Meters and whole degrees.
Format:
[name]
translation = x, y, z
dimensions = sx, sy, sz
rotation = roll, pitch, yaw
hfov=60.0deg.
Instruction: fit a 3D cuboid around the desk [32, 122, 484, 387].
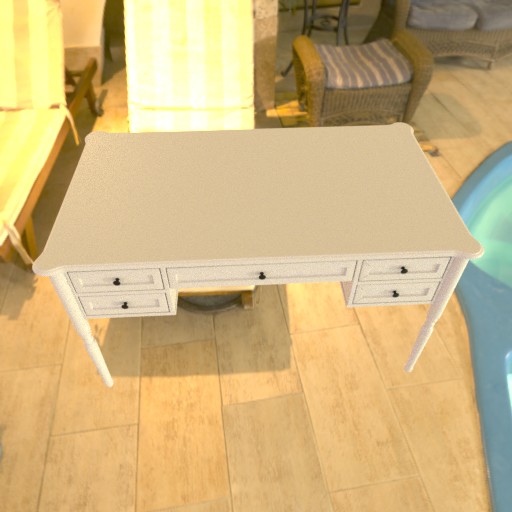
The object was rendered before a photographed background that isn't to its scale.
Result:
[desk]
translation = 0.000, 0.000, 1.870
dimensions = 1.380, 0.762, 0.807
rotation = -2, 46, -2
